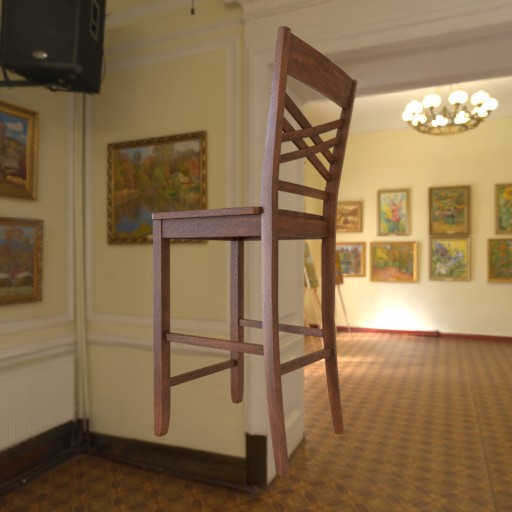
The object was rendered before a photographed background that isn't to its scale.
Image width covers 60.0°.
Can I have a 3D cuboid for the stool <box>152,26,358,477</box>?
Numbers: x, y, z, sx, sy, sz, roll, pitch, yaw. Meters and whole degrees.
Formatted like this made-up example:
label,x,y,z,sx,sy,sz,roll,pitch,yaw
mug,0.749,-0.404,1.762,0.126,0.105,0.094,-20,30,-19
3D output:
label,x,y,z,sx,sy,sz,roll,pitch,yaw
stool,0.000,0.000,1.361,0.504,1.098,0.426,0,0,36
